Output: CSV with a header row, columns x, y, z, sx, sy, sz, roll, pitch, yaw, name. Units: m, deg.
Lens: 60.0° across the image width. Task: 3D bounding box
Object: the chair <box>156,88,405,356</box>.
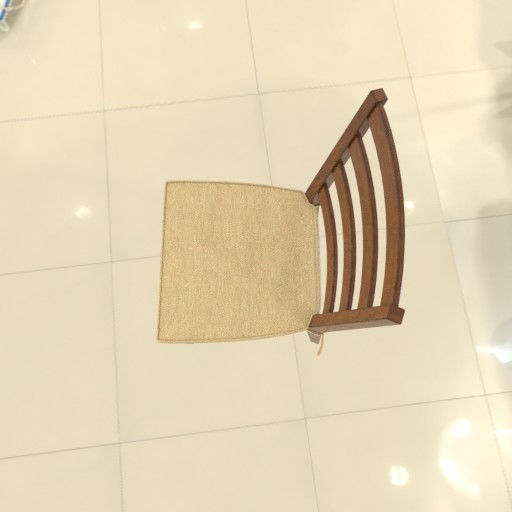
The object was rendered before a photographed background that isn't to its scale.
x,y,z,sx,sy,sz,roll,pitch,yaw,name
0.000,0.000,1.360,0.595,0.979,0.593,0,76,0,chair
